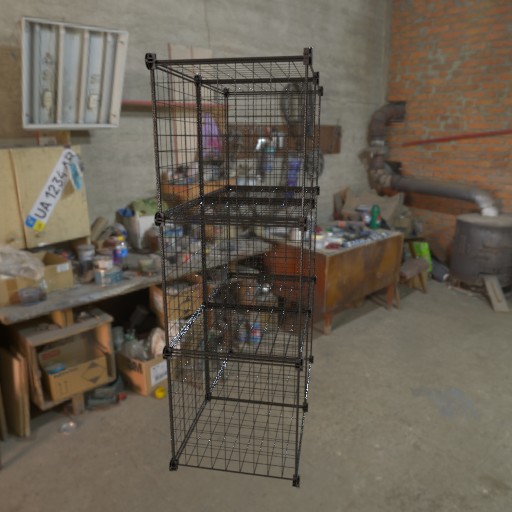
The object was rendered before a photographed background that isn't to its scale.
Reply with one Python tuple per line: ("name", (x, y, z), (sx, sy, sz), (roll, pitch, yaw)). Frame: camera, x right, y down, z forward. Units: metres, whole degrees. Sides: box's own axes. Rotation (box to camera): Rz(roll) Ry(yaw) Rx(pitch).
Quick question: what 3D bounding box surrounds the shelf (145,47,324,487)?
("shelf", (0.000, 0.000, 1.386), (0.356, 1.067, 0.711), (3, 15, 10))
